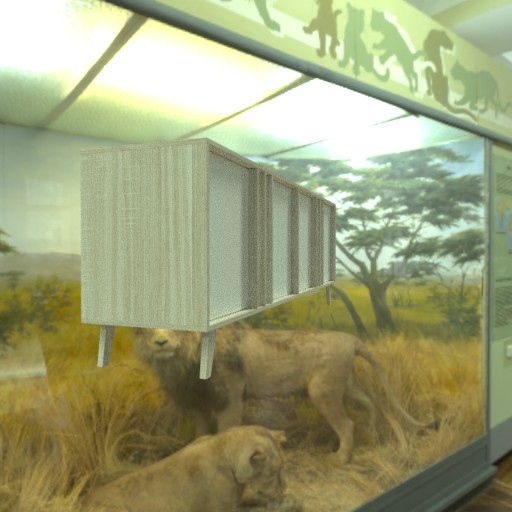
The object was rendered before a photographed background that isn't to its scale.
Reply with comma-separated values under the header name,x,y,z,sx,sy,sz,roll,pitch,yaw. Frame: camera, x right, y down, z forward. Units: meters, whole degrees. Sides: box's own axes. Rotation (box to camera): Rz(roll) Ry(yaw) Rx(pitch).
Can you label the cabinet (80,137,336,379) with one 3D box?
name,x,y,z,sx,sy,sz,roll,pitch,yaw
cabinet,0.000,0.000,2.515,0.500,0.780,2.200,0,1,21
